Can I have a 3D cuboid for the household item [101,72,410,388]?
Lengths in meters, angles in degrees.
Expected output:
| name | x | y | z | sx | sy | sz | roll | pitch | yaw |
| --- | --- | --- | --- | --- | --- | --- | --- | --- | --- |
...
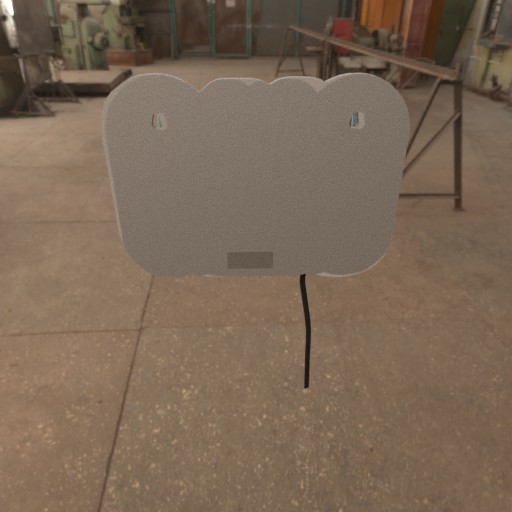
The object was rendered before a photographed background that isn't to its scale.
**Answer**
| name | x | y | z | sx | sy | sz | roll | pitch | yaw |
| --- | --- | --- | --- | --- | --- | --- | --- | --- | --- |
| household item | 0.000 | 0.000 | 0.376 | 0.211 | 0.294 | 0.042 | -1 | 30 | -1 |
